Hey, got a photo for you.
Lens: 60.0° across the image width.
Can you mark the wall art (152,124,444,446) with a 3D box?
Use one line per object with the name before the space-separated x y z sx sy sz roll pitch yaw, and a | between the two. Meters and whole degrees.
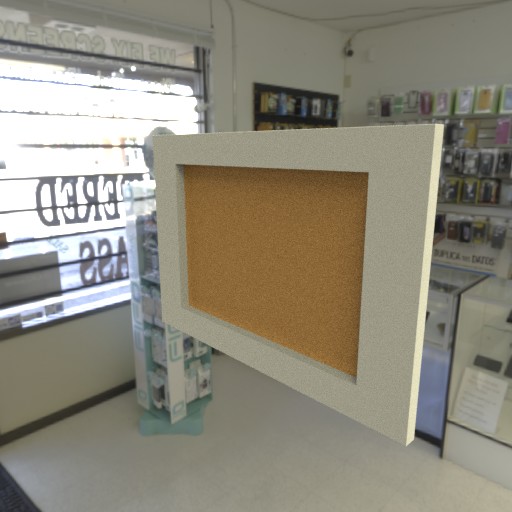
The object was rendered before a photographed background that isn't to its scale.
wall art | 0.000 0.000 1.141 0.033 0.617 0.906 -12 18 -42
